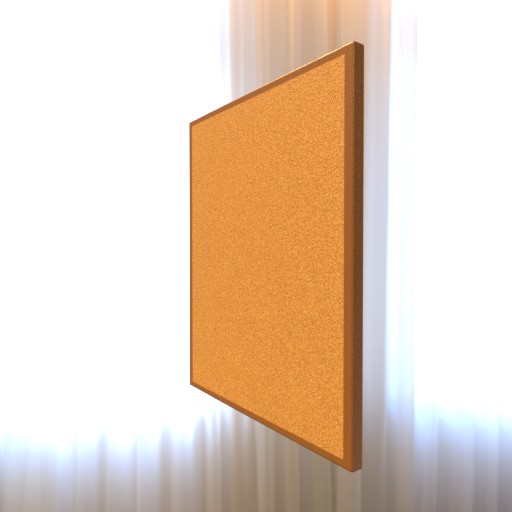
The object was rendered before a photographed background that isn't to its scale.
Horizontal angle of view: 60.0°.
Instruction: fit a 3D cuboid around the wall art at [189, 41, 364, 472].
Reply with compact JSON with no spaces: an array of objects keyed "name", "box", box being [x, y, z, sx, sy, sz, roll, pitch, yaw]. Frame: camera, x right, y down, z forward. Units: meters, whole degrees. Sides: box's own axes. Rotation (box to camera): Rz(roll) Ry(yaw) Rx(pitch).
[{"name":"wall art","box":[0.000,0.000,0.517,0.015,0.379,0.310,-1,1,-36]}]
